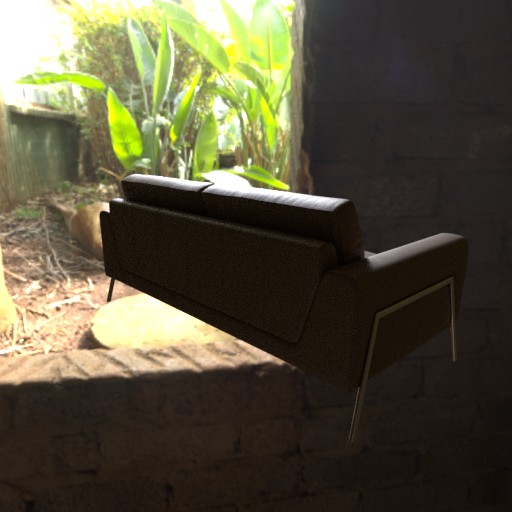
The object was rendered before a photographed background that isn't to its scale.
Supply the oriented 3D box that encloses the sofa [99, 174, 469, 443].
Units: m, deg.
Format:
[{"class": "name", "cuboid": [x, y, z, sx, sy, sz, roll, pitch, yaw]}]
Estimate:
[{"class": "sofa", "cuboid": [0.000, 0.000, 2.548, 0.953, 0.875, 2.017, -14, 20, -42]}]
